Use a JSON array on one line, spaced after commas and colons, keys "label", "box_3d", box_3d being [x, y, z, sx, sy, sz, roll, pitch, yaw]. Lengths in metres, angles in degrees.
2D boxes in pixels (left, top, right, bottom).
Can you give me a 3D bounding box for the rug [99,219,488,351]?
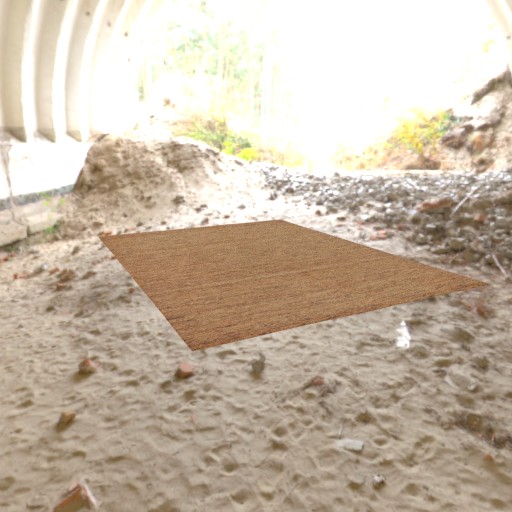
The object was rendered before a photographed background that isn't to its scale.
[{"label": "rug", "box_3d": [0.000, 0.000, 4.295, 2.438, 0.012, 3.200, -8, 17, -26]}]
